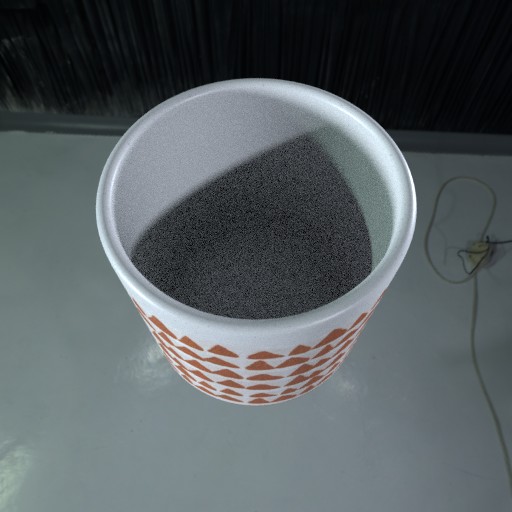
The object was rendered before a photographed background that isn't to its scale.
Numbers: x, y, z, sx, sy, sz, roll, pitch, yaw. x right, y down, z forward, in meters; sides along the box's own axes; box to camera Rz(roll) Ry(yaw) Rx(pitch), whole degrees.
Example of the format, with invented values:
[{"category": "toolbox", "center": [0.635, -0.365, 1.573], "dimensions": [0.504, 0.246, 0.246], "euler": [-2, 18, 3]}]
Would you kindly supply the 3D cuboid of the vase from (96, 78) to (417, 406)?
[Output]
[{"category": "vase", "center": [0.000, 0.000, 0.244], "dimensions": [0.137, 0.127, 0.137], "euler": [0, 60, 0]}]
